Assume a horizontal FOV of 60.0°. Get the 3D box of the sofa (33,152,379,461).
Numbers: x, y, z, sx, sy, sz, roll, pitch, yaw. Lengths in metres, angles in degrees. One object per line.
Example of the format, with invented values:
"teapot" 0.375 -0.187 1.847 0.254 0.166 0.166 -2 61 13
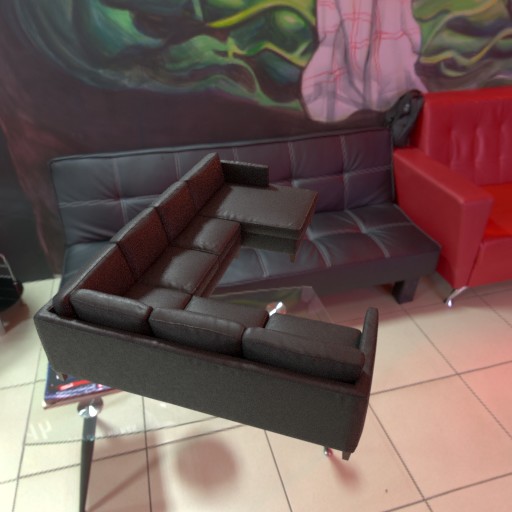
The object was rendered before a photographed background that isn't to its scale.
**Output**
"sofa" 0.000 0.000 4.591 2.593 0.923 3.460 10 35 14
